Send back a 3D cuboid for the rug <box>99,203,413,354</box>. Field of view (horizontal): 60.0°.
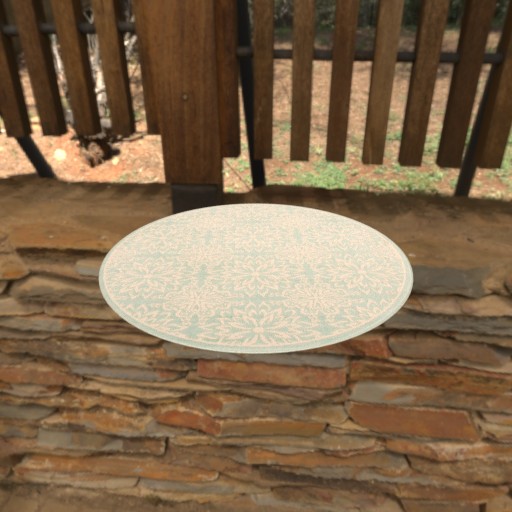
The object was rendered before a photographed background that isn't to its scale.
[{"bbox_3d":[0.000,0.000,2.354,1.593,0.012,1.593,0,27,0],"label":"rug"}]
